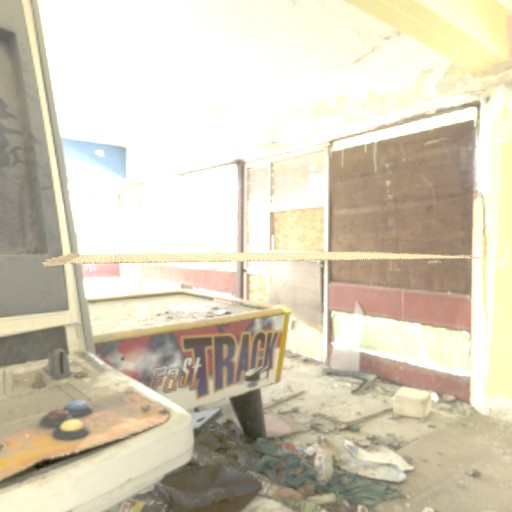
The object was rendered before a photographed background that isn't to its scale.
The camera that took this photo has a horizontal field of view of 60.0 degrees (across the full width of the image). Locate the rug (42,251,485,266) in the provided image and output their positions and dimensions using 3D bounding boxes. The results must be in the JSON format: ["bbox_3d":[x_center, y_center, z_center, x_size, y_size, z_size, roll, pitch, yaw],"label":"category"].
[{"bbox_3d":[0.000,0.000,2.450,2.021,0.027,1.224,-1,2,-19],"label":"rug"}]
